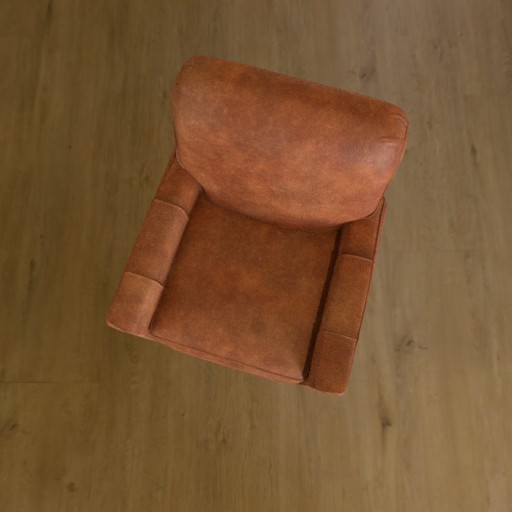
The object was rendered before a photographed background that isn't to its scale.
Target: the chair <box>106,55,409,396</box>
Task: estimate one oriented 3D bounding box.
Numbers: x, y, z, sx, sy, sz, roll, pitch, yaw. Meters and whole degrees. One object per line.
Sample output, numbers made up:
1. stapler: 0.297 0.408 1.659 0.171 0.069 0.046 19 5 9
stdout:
1. chair: 0.000 0.000 1.650 0.843 1.043 0.836 16 77 4
